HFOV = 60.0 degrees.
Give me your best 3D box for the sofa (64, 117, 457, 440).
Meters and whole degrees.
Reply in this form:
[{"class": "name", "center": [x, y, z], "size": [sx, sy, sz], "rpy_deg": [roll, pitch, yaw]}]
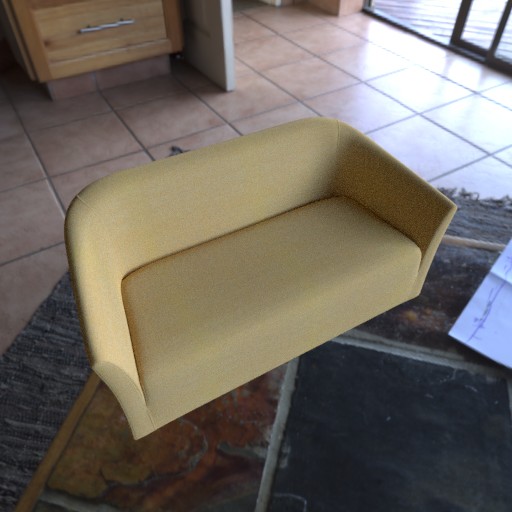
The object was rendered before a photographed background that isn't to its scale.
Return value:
[{"class": "sofa", "center": [0.000, 0.000, 1.854], "size": [1.452, 0.721, 0.705], "rpy_deg": [-22, 49, -20]}]
